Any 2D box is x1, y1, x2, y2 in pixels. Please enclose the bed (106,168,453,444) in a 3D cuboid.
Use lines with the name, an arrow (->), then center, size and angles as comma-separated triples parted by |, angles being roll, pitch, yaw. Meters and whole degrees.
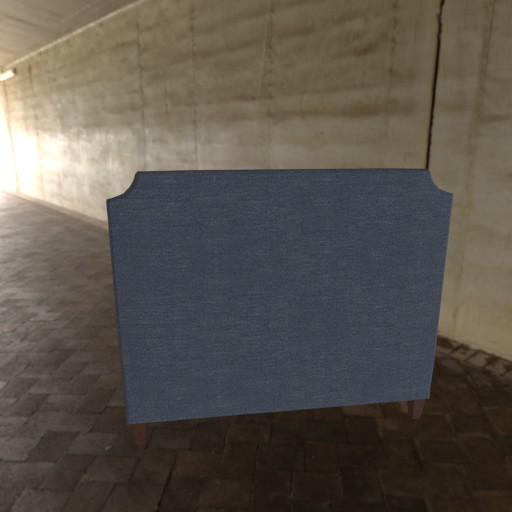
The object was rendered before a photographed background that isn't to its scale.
bed -> 0.000, 0.000, 3.382 | 1.713, 1.443, 2.372 | -2, 15, -8
